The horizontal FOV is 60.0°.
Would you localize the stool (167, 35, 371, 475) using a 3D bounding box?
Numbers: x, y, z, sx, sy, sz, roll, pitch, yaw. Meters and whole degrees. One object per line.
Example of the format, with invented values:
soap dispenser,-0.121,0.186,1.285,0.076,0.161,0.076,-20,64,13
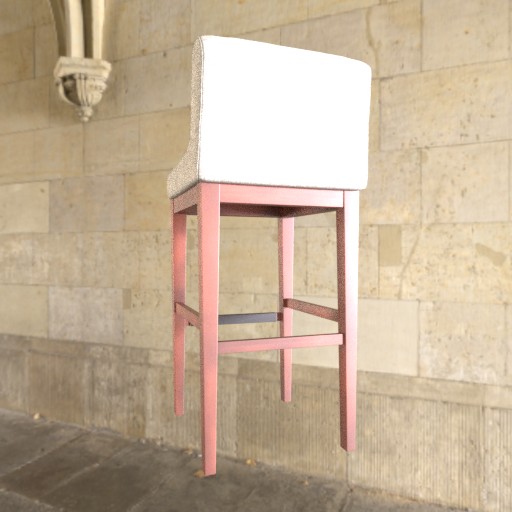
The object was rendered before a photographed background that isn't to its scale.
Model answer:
stool,0.000,0.000,1.224,0.426,0.965,0.499,0,0,-20
